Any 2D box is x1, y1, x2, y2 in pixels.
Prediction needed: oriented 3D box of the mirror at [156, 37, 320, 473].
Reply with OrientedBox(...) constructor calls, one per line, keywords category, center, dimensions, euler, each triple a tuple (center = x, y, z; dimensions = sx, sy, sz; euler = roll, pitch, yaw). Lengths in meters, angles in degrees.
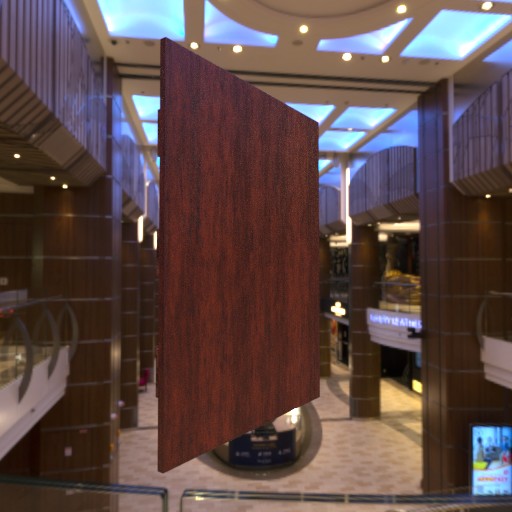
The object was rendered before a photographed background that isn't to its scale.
OrientedBox(category="mirror", center=(0.000, 0.000, 1.063), dimensions=(0.021, 0.805, 0.600), euler=(-1, -2, 36))
